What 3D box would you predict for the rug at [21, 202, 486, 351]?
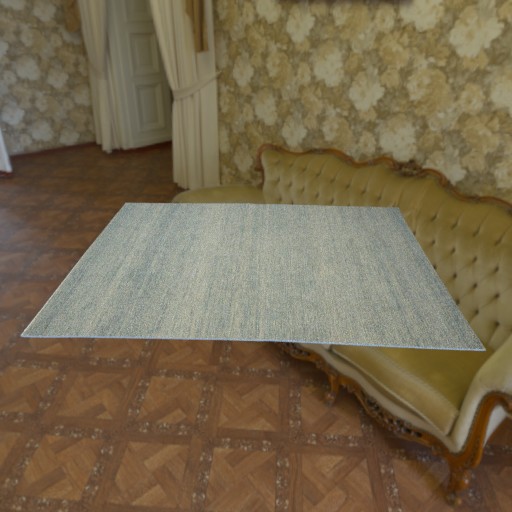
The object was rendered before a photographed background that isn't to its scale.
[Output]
[{"bbox_3d":[0.000,0.000,4.139,3.237,0.046,2.461,1,29,2],"label":"rug"}]
